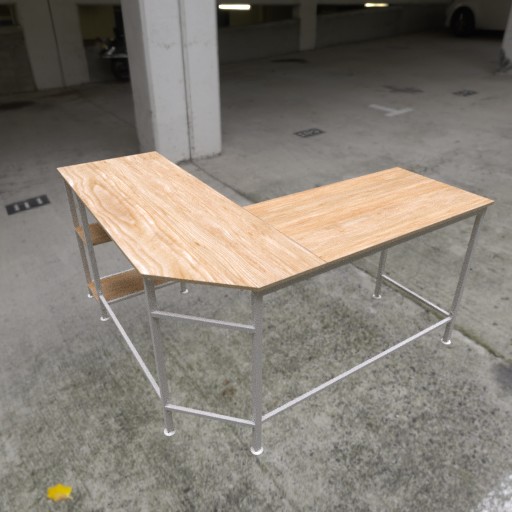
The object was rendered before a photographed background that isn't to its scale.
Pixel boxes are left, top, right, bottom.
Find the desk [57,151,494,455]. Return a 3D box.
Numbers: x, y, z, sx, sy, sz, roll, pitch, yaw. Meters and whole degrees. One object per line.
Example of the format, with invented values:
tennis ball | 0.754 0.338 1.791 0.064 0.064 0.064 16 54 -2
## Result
desk | 0.000 0.000 2.131 1.379 0.739 1.379 -18 35 -28
